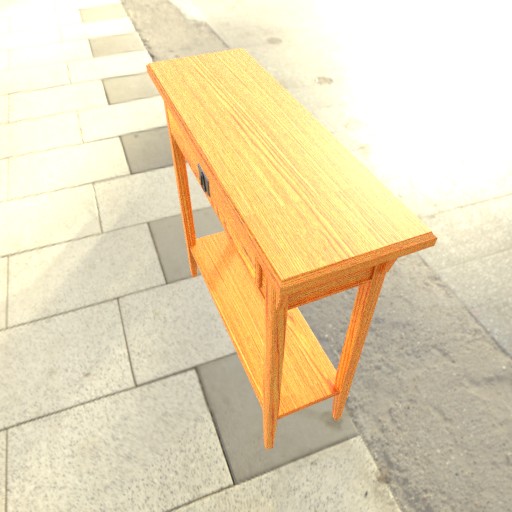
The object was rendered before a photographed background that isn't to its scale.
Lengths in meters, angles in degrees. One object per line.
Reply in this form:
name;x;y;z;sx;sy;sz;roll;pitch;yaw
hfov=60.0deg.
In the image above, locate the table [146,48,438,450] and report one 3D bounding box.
table;0.000;0.000;1.106;0.254;0.711;0.762;-17;48;-16
